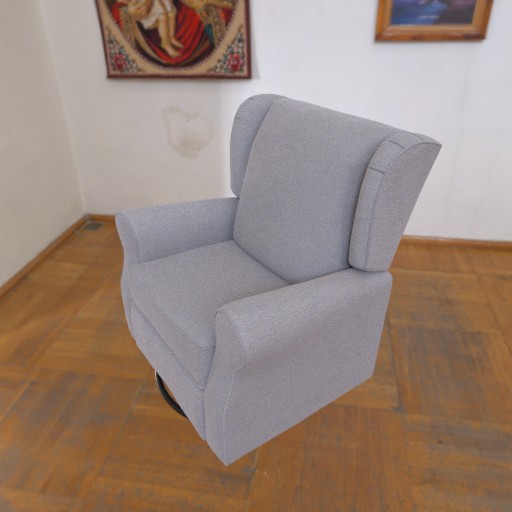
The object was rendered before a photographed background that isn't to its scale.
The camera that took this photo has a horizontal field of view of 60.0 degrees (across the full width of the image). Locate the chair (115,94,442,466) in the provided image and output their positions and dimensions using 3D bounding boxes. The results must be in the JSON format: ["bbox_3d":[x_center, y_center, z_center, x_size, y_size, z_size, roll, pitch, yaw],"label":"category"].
[{"bbox_3d":[0.000,0.000,1.632,0.854,0.966,0.906,-20,37,-30],"label":"chair"}]
